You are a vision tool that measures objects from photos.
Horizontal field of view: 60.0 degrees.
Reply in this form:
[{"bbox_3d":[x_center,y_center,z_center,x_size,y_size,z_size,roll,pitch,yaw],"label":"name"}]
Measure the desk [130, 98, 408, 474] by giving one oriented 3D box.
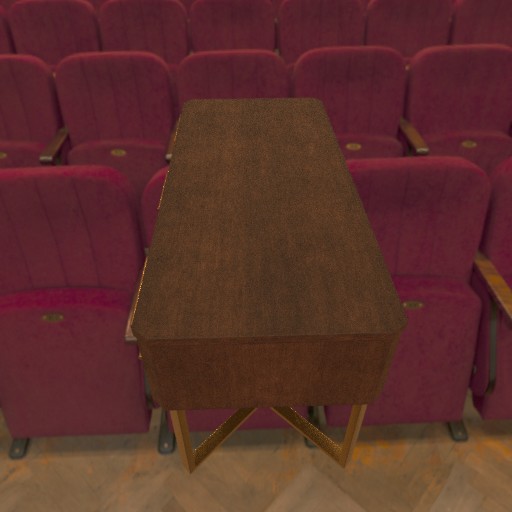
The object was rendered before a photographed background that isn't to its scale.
[{"bbox_3d":[0.000,0.000,1.840,0.684,0.762,1.479,-1,40,-2],"label":"desk"}]
